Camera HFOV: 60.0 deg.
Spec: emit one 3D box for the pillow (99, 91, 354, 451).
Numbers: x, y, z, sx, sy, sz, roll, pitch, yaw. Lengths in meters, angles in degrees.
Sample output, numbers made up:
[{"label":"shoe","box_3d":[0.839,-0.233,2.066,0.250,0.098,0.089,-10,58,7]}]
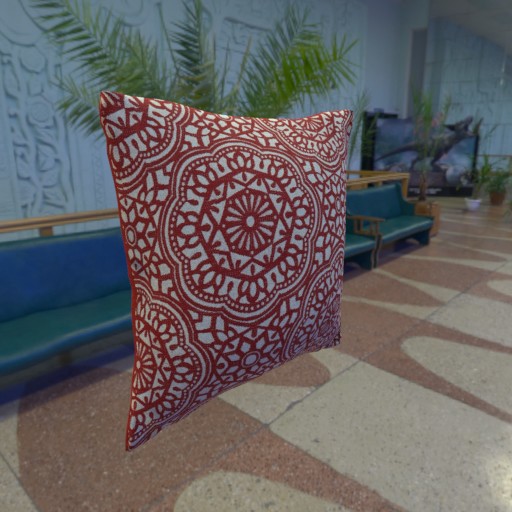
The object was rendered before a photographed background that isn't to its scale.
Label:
[{"label":"pillow","box_3d":[0.000,0.000,0.637,0.438,0.419,0.162,-14,20,-42]}]
